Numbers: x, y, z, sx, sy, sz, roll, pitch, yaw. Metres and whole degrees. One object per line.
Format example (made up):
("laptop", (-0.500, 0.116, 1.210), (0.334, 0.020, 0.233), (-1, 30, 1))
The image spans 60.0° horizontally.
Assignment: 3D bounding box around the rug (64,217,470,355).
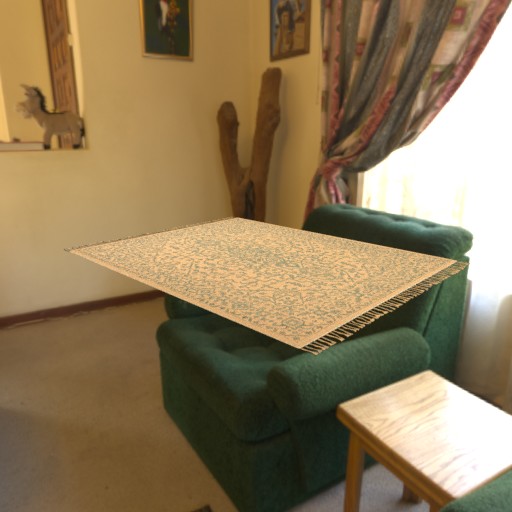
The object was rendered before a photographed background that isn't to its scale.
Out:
("rug", (0.000, 0.000, 4.445), (3.327, 0.010, 2.464), (15, 22, 42))
